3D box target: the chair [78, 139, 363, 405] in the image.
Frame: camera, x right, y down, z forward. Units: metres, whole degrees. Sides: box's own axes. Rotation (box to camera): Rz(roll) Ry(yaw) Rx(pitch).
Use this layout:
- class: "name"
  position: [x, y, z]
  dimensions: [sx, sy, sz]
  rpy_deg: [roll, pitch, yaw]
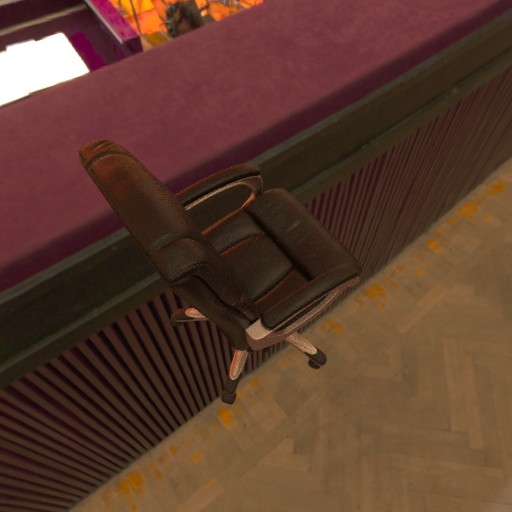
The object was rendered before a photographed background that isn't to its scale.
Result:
- class: "chair"
  position: [0.000, 0.000, 1.573]
  dimensions: [0.780, 1.145, 0.700]
  rpy_deg: [-31, 63, -18]
